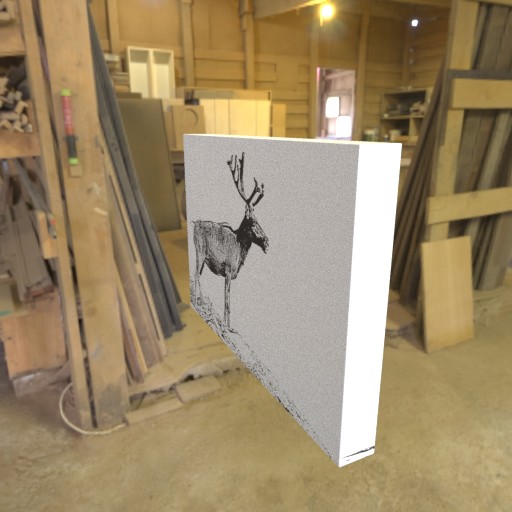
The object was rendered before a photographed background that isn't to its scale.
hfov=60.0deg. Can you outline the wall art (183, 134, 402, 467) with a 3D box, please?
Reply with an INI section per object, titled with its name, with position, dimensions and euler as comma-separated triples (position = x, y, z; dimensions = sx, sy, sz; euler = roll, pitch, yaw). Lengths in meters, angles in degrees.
[wall art]
position = 0.000, 0.000, 0.501
dimensions = 0.038, 0.259, 0.381
euler = -8, 18, -25
